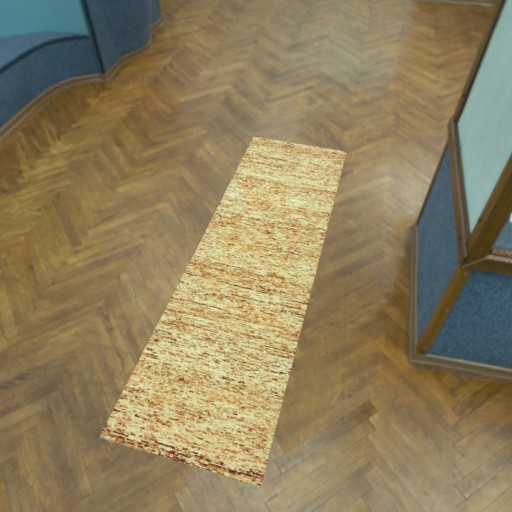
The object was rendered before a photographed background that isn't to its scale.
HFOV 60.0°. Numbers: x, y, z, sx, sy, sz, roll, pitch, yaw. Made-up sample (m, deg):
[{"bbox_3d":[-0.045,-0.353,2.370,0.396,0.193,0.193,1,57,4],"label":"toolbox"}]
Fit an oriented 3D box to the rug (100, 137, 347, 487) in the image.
[{"bbox_3d":[0.000,0.000,2.441,0.680,0.014,2.237,12,49,11],"label":"rug"}]
